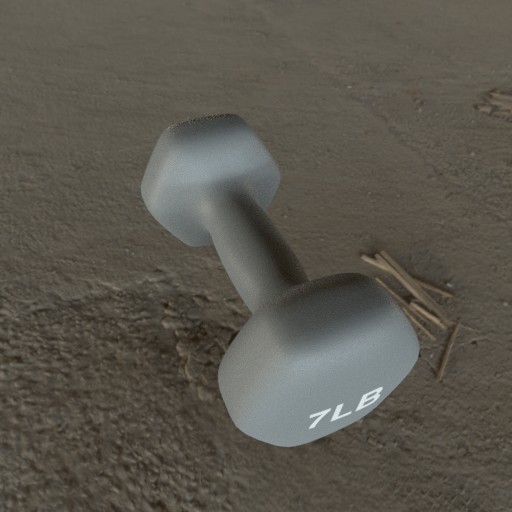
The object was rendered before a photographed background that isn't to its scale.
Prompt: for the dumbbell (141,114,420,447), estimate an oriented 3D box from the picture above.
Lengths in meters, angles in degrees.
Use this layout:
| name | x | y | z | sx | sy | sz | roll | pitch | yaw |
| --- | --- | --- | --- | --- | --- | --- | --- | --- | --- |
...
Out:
| name | x | y | z | sx | sy | sz | roll | pitch | yaw |
| --- | --- | --- | --- | --- | --- | --- | --- | --- | --- |
| dumbbell | 0.000 | 0.000 | 0.235 | 0.090 | 0.081 | 0.184 | -16 | 48 | -16 |
